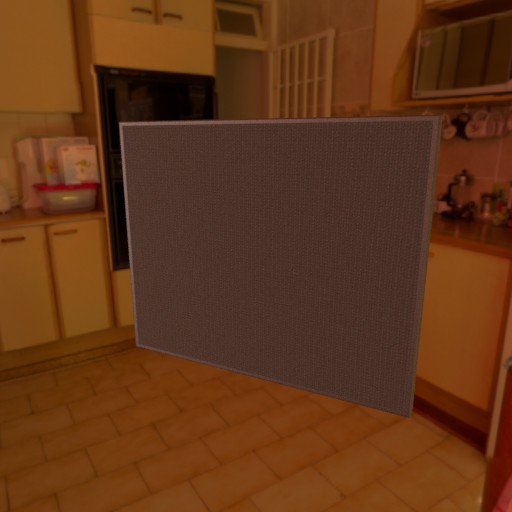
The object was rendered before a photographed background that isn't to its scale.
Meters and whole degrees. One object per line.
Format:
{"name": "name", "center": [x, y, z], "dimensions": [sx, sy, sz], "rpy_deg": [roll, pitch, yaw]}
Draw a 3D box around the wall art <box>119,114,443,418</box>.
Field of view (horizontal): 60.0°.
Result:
{"name": "wall art", "center": [0.000, 0.000, 0.775], "dimensions": [0.559, 0.458, 0.029], "rpy_deg": [7, 16, 26]}
